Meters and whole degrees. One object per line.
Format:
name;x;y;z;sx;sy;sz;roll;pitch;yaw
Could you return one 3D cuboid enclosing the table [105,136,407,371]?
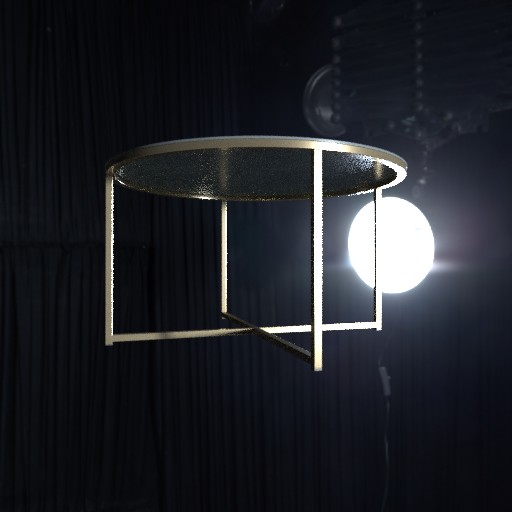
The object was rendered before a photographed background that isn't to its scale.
table;0.000;0.000;1.238;0.800;0.450;0.800;0;0;0
